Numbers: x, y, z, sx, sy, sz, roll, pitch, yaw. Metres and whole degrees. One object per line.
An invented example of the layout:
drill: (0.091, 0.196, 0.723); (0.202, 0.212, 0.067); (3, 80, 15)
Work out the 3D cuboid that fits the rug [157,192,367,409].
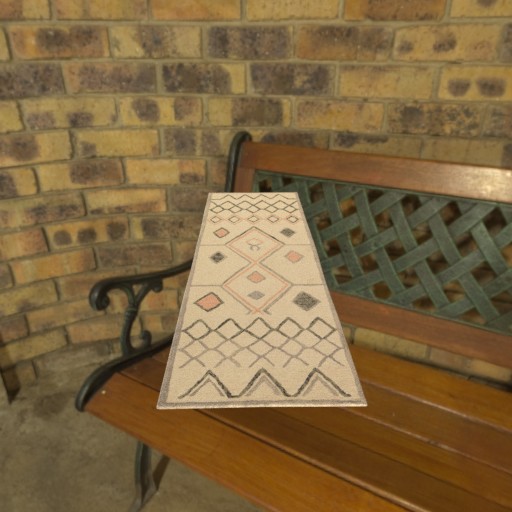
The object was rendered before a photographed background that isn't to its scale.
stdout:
rug: (0.000, 0.000, 2.663); (0.750, 0.011, 2.435); (0, 26, -1)
